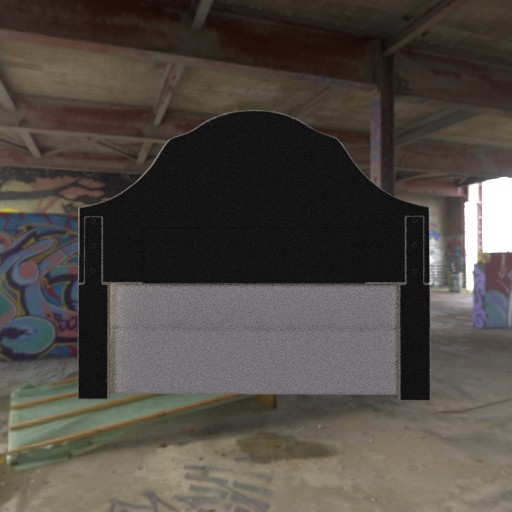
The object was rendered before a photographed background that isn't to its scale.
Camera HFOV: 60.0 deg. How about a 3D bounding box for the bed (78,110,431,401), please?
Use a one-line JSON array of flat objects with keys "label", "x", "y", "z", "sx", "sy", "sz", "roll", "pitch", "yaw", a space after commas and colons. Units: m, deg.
[{"label": "bed", "x": 0.000, "y": 0.000, "z": 3.562, "sx": 2.008, "sy": 1.615, "sz": 2.214, "roll": 0, "pitch": 0, "yaw": 1}]
